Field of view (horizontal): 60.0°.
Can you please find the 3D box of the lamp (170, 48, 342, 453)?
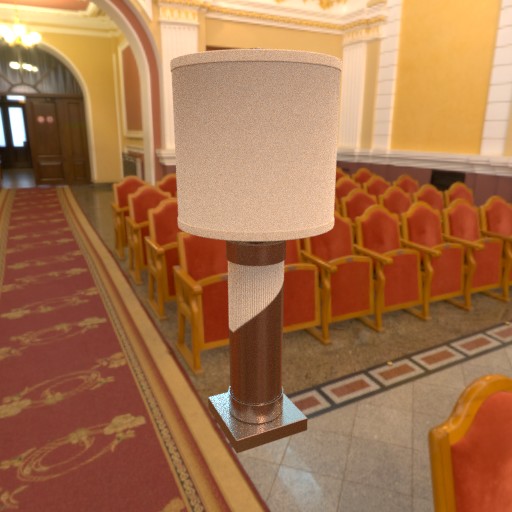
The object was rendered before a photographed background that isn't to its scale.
[{"bbox_3d":[0.000,0.000,0.596,0.202,0.509,0.202,-8,18,-25],"label":"lamp"}]
